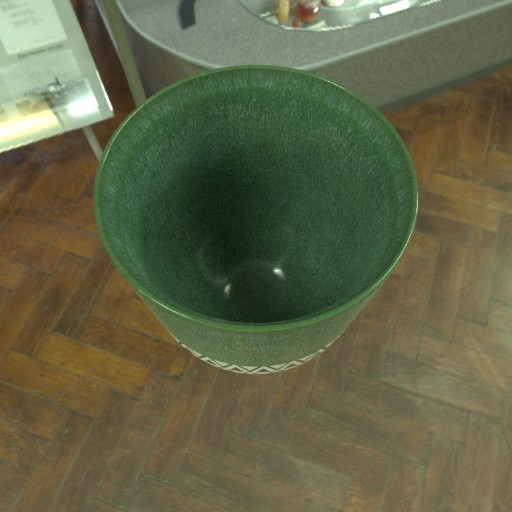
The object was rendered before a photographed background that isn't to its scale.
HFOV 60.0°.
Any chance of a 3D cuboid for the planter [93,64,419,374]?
[{"bbox_3d":[0.000,0.000,0.363,0.195,0.214,0.195,0,63,0],"label":"planter"}]
